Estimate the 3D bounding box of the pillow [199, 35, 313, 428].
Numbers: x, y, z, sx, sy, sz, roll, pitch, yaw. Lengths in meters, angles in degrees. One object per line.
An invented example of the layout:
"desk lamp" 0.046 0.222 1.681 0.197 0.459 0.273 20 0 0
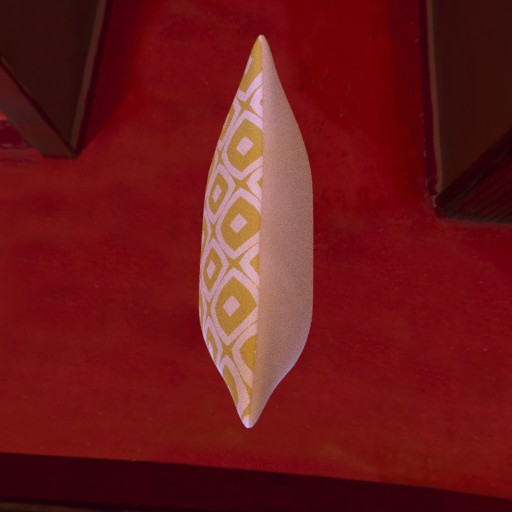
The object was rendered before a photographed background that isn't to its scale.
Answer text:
"pillow" 0.000 0.000 0.781 0.188 0.494 0.504 2 77 0
